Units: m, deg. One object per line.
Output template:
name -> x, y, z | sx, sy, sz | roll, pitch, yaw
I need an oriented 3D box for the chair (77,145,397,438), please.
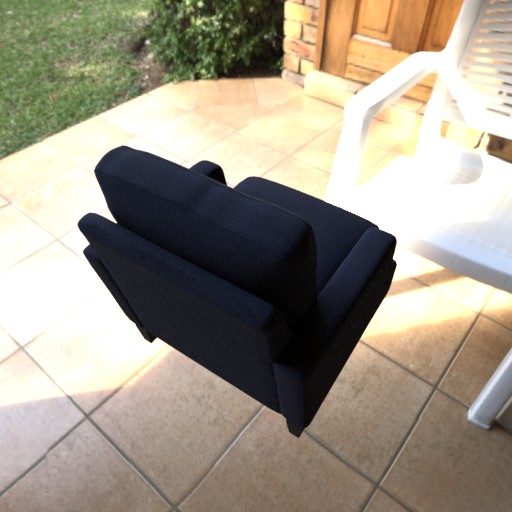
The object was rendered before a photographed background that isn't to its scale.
chair -> 0.000, 0.000, 1.625 | 0.855, 0.991, 0.897 | 26, 51, 23
